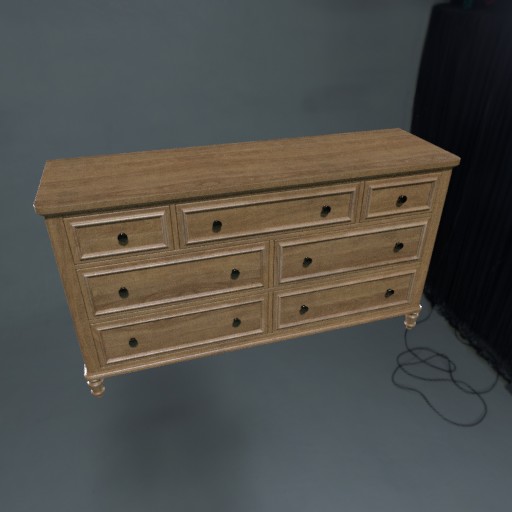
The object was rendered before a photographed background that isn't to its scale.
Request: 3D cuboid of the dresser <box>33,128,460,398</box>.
[{"bbox_3d":[0.000,0.000,1.985,1.583,0.892,0.468,-9,33,-14],"label":"dresser"}]
